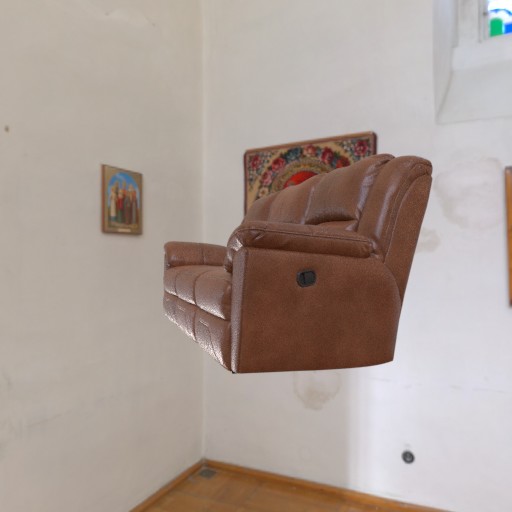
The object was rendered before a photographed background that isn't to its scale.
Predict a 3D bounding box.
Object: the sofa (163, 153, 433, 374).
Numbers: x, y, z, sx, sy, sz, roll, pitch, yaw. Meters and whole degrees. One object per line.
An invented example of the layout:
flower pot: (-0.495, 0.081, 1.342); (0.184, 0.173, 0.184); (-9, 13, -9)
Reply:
sofa: (0.000, 0.000, 2.912); (0.991, 1.043, 2.337); (0, 0, -19)
